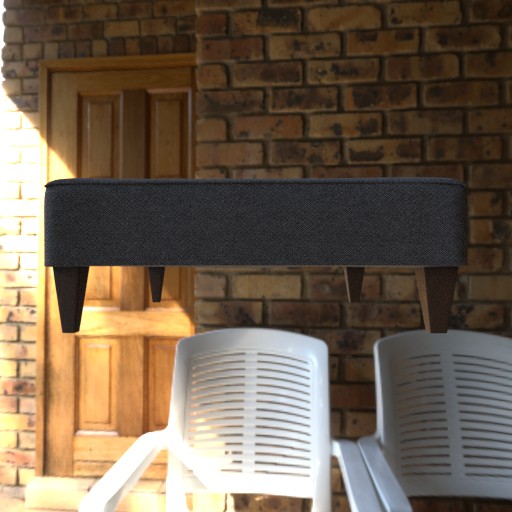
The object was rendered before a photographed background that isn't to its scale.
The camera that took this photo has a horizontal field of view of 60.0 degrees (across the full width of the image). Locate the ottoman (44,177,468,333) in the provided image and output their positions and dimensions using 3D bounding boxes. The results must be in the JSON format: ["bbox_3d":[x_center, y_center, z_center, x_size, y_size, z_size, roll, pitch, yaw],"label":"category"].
[{"bbox_3d":[0.000,0.000,1.472,0.970,0.378,0.981,0,-1,0],"label":"ottoman"}]
